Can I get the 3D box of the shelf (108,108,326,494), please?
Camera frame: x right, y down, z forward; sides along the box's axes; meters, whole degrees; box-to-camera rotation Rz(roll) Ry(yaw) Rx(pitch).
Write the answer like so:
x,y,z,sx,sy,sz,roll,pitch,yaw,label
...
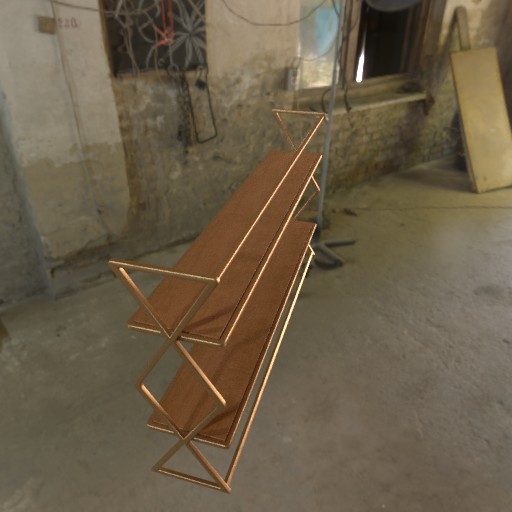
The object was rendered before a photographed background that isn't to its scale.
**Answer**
x,y,z,sx,sy,sz,roll,pitch,yaw,label
0.000,0.000,0.997,0.150,0.450,0.822,9,33,14,shelf
